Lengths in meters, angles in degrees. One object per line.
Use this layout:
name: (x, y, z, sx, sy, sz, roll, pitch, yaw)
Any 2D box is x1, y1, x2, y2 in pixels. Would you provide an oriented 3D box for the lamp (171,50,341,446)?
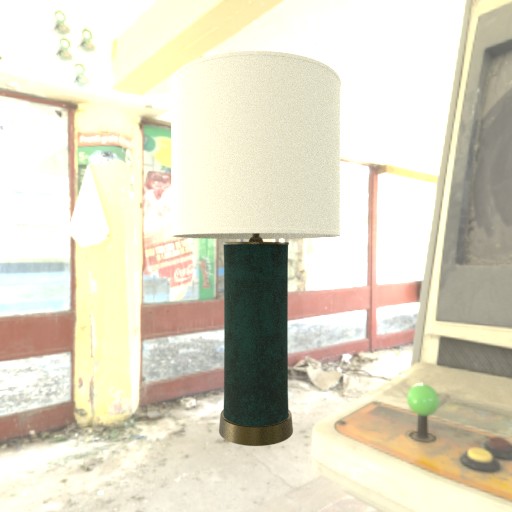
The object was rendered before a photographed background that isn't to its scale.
lamp: (0.000, 0.000, 0.799, 0.301, 0.630, 0.301, 0, 1, -18)
